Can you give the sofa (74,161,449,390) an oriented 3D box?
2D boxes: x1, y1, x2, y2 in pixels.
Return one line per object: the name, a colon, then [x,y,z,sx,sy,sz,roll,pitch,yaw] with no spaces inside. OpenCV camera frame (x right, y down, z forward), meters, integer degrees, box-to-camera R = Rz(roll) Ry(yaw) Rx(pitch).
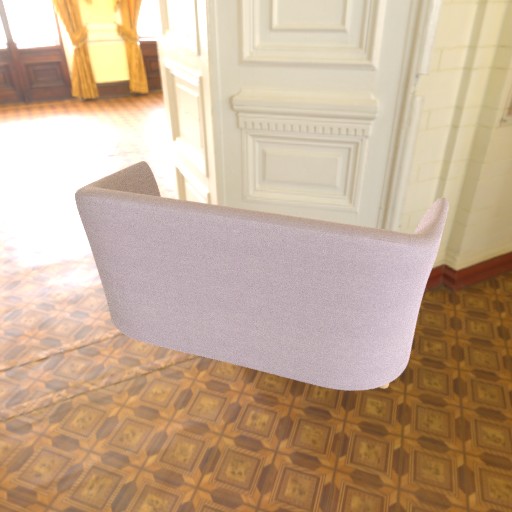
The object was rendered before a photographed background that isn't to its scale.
sofa: [0.000,0.000,1.862,1.452,0.721,0.705,10,33,16]
